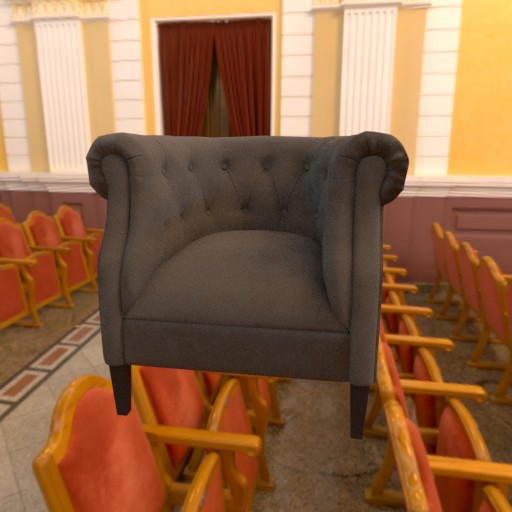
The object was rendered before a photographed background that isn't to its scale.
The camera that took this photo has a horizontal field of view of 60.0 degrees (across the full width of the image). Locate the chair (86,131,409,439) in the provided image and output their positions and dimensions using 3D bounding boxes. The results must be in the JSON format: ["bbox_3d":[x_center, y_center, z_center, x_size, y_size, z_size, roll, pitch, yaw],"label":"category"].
[{"bbox_3d":[0.000,0.000,1.551,0.904,0.826,0.851,2,14,9],"label":"chair"}]
